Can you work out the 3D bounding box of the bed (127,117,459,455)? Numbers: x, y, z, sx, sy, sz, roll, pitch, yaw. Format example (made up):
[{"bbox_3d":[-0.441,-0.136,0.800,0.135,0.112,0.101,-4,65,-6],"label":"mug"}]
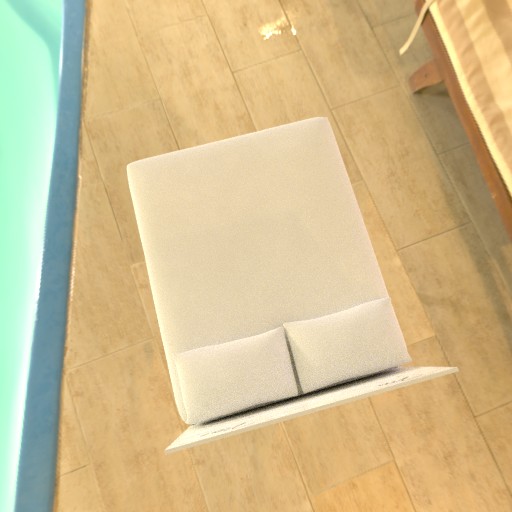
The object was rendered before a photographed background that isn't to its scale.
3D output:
[{"bbox_3d":[0.000,0.000,3.200,1.745,1.335,2.094,-15,77,-4],"label":"bed"}]
